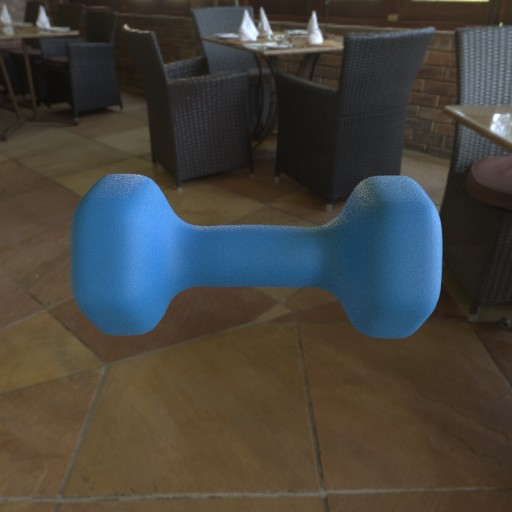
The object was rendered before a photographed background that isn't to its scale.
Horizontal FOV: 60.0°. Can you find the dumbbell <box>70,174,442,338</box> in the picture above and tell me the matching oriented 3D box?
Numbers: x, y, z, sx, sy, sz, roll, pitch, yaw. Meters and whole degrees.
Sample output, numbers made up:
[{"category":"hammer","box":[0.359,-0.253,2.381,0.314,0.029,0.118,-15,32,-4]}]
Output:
[{"category":"dumbbell","box":[0.000,0.000,0.198,0.152,0.066,0.074,1,31,1]}]
